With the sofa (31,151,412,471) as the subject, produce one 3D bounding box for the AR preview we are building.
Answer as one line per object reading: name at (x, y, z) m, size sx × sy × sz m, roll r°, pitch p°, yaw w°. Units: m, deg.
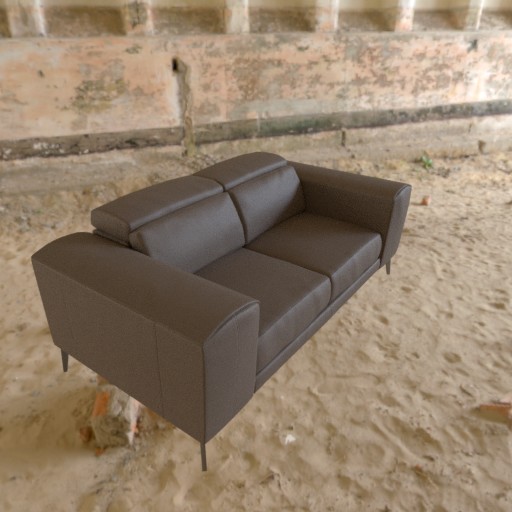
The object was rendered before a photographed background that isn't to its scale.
sofa at (0.000, 0.000, 2.368) m, size 1.003 × 0.779 × 1.895 m, roll 19°, pitch 33°, yaw 32°
